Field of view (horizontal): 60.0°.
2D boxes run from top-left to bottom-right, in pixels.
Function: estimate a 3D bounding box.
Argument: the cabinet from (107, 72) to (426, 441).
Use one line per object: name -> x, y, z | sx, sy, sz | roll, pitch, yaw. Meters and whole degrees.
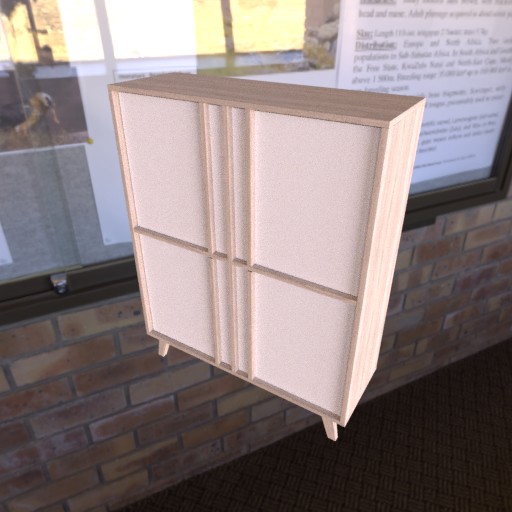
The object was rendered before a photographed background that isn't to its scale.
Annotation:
cabinet -> 0.000, 0.000, 1.956 | 1.111, 1.388, 0.398 | 17, 35, 27
